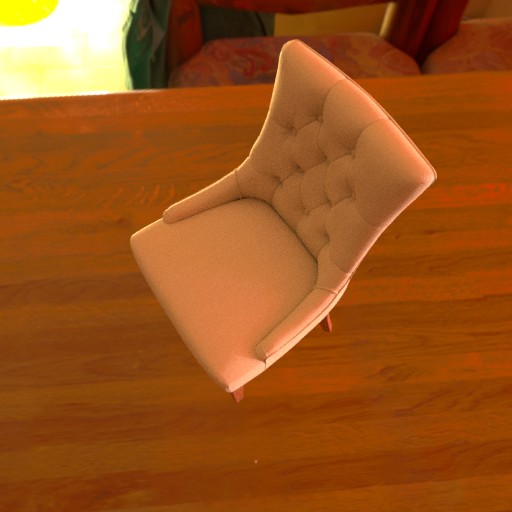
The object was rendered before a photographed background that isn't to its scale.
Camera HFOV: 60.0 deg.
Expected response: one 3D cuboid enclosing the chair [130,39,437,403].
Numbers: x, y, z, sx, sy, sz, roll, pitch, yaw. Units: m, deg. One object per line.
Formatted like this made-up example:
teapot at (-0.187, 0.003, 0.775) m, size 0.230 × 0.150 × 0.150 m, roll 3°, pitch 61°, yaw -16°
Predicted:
chair at (0.000, 0.000, 1.209) m, size 0.565 × 0.874 × 0.509 m, roll -32°, pitch 69°, yaw -14°
